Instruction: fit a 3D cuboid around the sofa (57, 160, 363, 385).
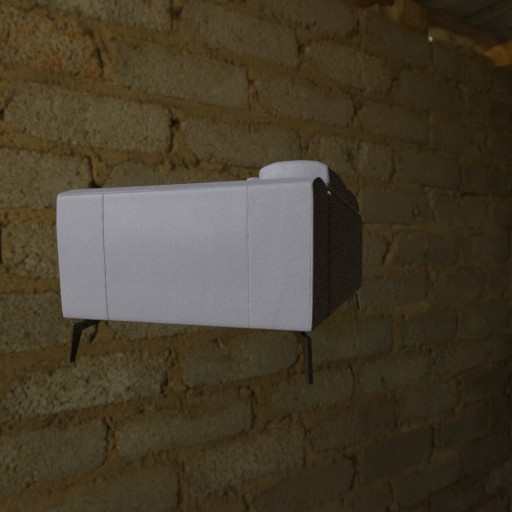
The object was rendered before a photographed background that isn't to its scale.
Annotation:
[{"bbox_3d":[0.000,0.000,2.395,1.003,0.779,1.895,0,1,18],"label":"sofa"}]
